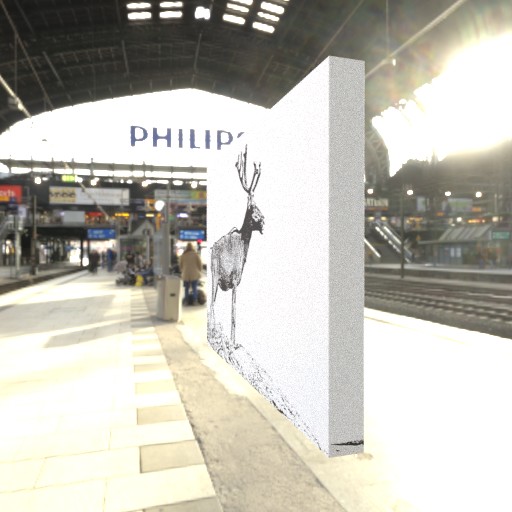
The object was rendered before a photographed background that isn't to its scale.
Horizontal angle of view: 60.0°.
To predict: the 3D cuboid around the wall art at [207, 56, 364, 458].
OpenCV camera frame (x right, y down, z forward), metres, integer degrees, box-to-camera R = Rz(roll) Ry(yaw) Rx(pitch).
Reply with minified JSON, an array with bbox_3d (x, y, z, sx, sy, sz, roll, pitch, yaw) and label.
[{"bbox_3d":[0.000,0.000,0.751,0.042,0.414,0.608,0,0,-18],"label":"wall art"}]
